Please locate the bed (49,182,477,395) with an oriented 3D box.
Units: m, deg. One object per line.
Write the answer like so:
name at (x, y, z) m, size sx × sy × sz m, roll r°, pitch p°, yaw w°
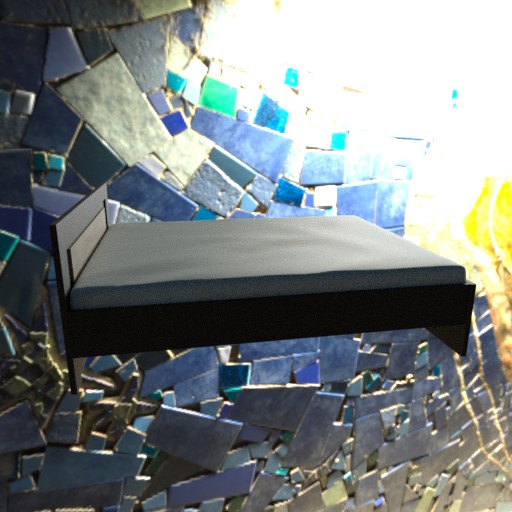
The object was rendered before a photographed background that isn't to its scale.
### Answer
bed at (0.000, 0.000, 2.908) m, size 2.073 × 0.823 × 1.585 m, roll -3°, pitch 16°, yaw -10°
